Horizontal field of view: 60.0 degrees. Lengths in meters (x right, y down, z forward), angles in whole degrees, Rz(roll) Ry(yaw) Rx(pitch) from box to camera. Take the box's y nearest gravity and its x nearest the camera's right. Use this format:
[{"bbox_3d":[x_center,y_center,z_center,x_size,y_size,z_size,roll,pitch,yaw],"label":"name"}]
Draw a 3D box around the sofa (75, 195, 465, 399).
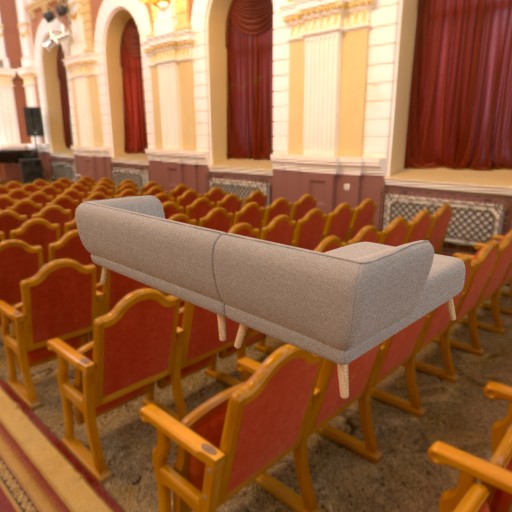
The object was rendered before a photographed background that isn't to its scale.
[{"bbox_3d":[0.000,0.000,3.271,2.653,0.693,1.532,14,21,43],"label":"sofa"}]
